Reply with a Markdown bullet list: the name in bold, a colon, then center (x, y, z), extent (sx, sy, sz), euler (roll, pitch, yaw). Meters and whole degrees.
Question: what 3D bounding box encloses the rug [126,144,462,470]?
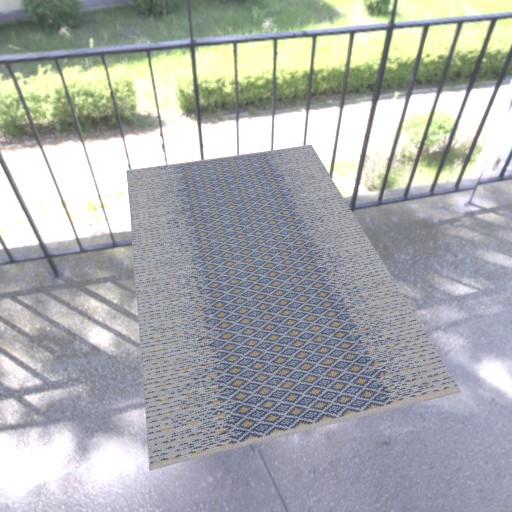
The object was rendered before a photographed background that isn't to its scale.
- **rug**: center (0.000, 0.000, 2.259), extent (1.219, 0.005, 1.828), euler (-10, 47, -10)
